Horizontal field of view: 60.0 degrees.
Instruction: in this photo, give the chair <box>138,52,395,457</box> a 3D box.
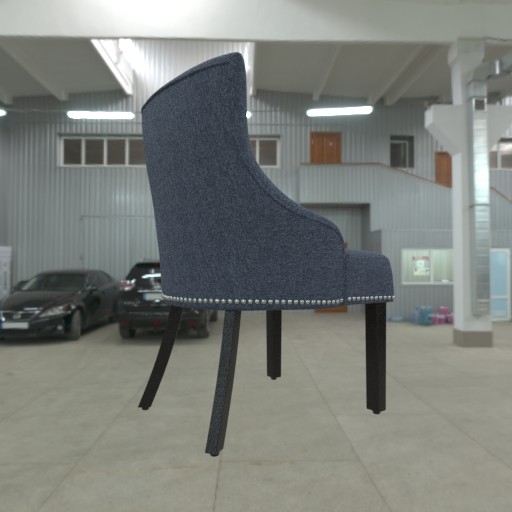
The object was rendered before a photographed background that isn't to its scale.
[{"bbox_3d":[0.000,0.000,1.322,0.629,0.909,0.566,1,-1,-37],"label":"chair"}]
